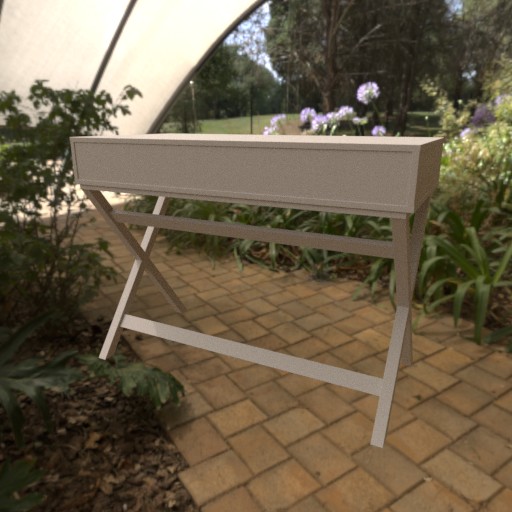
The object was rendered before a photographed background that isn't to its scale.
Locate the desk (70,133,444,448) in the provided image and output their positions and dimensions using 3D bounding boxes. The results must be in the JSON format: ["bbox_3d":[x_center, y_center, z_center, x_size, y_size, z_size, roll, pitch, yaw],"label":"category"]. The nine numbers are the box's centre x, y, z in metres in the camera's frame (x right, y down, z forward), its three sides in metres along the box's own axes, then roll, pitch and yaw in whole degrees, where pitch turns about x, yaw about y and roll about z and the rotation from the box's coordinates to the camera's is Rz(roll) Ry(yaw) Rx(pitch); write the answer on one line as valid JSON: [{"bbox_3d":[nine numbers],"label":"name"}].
[{"bbox_3d":[0.000,0.000,1.507,1.057,0.780,0.525,9,19,26],"label":"desk"}]
